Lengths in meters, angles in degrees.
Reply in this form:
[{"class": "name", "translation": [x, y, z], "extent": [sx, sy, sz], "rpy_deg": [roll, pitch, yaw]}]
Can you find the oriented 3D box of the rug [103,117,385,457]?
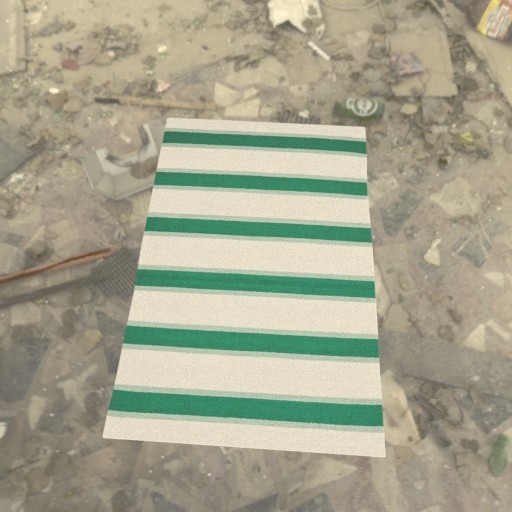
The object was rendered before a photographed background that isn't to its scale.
[{"class": "rug", "translation": [0.000, 0.000, 2.298], "extent": [1.210, 0.012, 1.829], "rpy_deg": [3, 63, 2]}]
